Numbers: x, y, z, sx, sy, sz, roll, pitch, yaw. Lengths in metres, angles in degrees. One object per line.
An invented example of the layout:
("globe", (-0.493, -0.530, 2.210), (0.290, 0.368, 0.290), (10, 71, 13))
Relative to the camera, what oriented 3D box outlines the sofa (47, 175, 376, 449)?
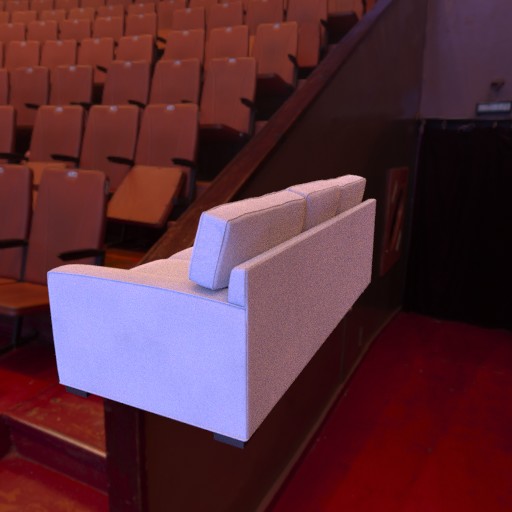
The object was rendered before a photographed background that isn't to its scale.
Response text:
("sofa", (0.000, 0.000, 2.564), (0.935, 0.862, 2.088), (7, 16, 25))
